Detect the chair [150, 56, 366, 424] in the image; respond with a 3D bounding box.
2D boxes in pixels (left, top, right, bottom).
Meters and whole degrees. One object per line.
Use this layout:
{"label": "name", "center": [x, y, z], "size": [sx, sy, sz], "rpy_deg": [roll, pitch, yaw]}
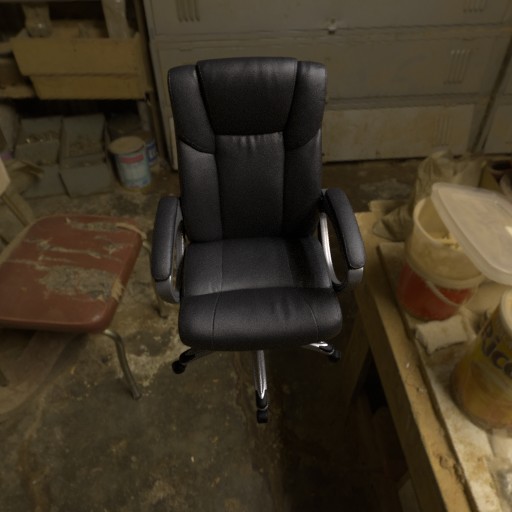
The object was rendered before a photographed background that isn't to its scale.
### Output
{"label": "chair", "center": [0.000, 0.000, 1.557], "size": [0.721, 1.130, 0.719], "rpy_deg": [-2, 45, -2]}
